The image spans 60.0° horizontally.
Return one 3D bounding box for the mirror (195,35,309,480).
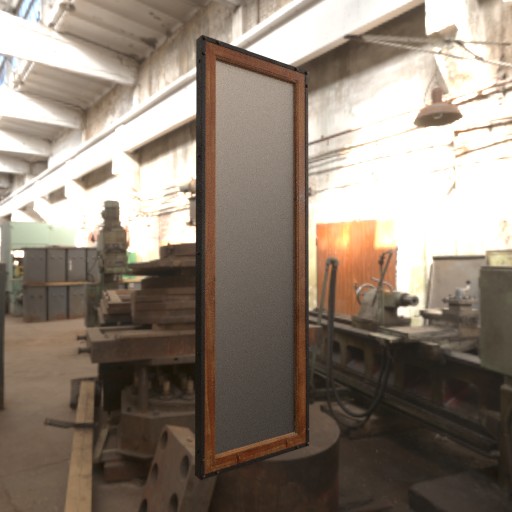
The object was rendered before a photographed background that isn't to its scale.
[{"bbox_3d":[0.000,0.000,1.184,0.354,1.080,0.042,1,-2,-36],"label":"mirror"}]
